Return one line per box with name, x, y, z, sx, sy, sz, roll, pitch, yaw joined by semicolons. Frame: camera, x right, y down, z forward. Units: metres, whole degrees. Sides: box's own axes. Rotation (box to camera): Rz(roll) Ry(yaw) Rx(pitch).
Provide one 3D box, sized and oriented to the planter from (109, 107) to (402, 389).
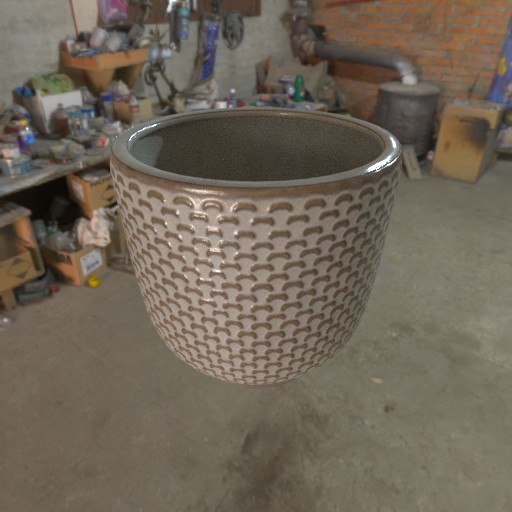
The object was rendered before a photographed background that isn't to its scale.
planter;0.000;0.000;0.352;0.197;0.191;0.197;0;30;0
